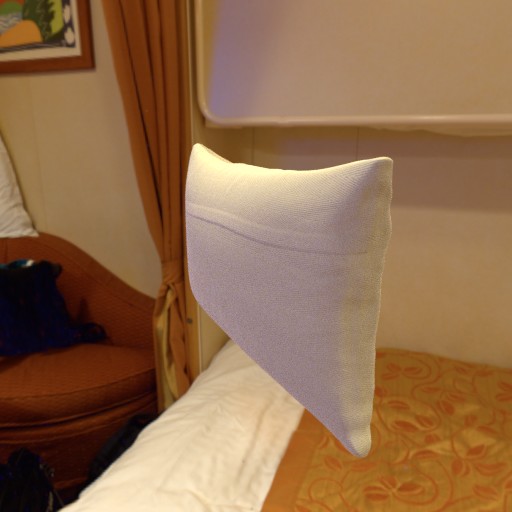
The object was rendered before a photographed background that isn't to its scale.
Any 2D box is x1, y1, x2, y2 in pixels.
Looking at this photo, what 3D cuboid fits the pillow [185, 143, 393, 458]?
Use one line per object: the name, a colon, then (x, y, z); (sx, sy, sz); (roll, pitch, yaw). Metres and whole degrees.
pillow: (0.000, 0.000, 0.629); (0.139, 0.305, 0.506); (-7, 16, -25)
